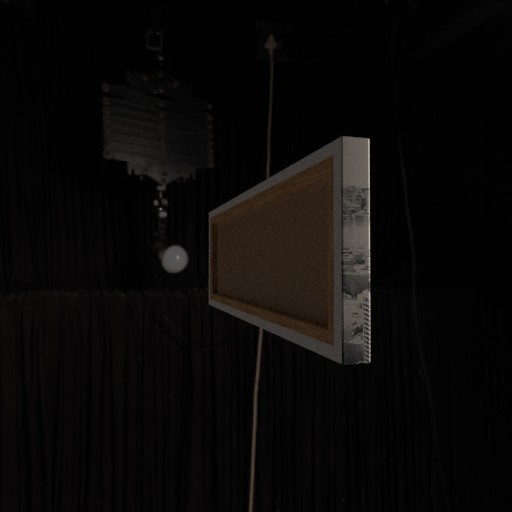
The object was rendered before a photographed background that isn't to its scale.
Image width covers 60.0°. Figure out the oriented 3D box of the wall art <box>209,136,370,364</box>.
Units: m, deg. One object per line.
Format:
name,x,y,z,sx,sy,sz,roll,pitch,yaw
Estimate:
wall art,0.000,0.000,0.863,0.038,0.255,0.763,0,-1,-17
